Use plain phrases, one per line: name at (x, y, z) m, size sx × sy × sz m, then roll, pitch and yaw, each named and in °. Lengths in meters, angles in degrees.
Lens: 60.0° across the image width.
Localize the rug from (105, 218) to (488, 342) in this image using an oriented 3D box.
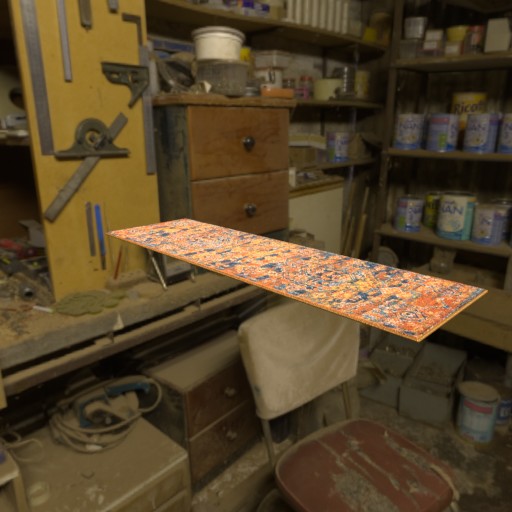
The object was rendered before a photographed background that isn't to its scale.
rug at (0.000, 0.000, 2.029) m, size 1.820 × 0.013 × 0.556 m, roll 16°, pitch 23°, yaw 43°
